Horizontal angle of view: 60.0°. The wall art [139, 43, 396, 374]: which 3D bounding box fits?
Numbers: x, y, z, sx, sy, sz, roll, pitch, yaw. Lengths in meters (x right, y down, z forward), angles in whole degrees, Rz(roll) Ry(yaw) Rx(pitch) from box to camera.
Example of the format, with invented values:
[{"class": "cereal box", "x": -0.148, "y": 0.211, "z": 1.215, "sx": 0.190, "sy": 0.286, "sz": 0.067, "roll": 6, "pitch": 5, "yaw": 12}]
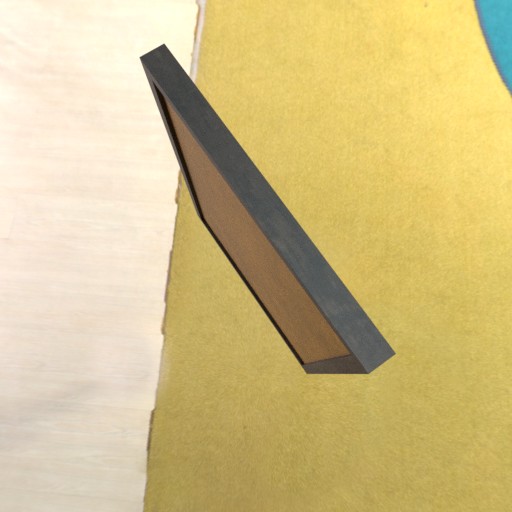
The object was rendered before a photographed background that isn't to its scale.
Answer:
[{"class": "wall art", "x": 0.000, "y": 0.000, "z": 0.556, "sx": 0.027, "sy": 0.406, "sz": 0.329, "roll": -33, "pitch": 78, "yaw": -8}]
